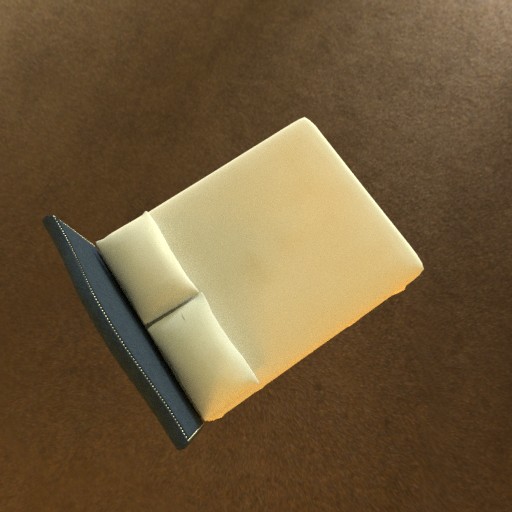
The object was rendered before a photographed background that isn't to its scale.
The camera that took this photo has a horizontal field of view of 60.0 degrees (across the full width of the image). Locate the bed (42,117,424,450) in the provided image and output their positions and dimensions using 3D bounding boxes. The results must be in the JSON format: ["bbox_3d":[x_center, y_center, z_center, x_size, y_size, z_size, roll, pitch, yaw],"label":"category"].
[{"bbox_3d":[0.000,0.000,3.297,2.153,1.518,1.713,-33,79,-8],"label":"bed"}]
